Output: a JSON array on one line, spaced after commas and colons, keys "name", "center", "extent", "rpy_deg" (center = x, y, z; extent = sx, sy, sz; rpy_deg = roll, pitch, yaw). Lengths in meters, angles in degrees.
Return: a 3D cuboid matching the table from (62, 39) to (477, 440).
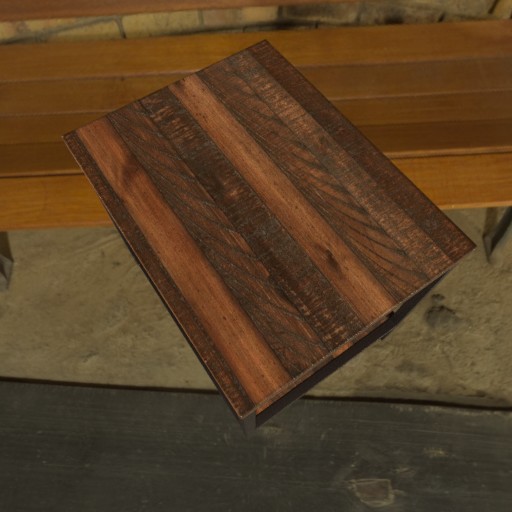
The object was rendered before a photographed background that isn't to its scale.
[{"name": "table", "center": [0.000, 0.000, 1.146], "extent": [0.524, 0.612, 0.678], "rpy_deg": [-32, 68, -14]}]
